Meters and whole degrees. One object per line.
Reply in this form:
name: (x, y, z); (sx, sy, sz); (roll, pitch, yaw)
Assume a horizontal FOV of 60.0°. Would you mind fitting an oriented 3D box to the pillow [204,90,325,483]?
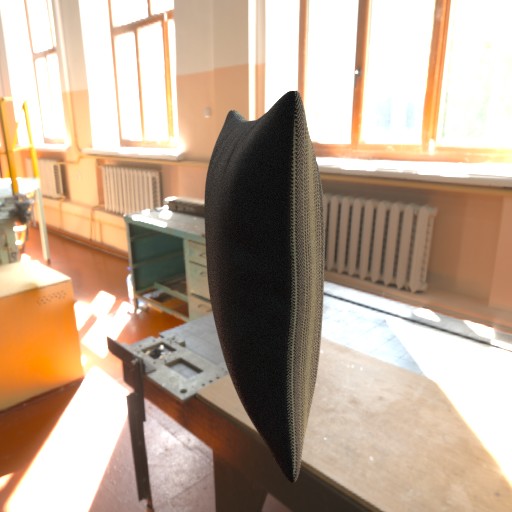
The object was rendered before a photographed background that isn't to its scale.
pillow: (0.000, 0.000, 0.779); (0.166, 0.508, 0.520); (-3, 16, -10)
